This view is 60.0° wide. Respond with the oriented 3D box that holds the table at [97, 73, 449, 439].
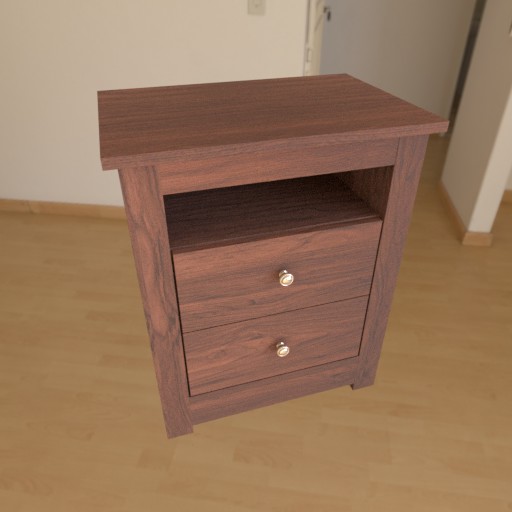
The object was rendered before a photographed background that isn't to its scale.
[{"bbox_3d":[0.000,0.000,1.063,0.589,0.711,0.406,-10,35,-14],"label":"table"}]
